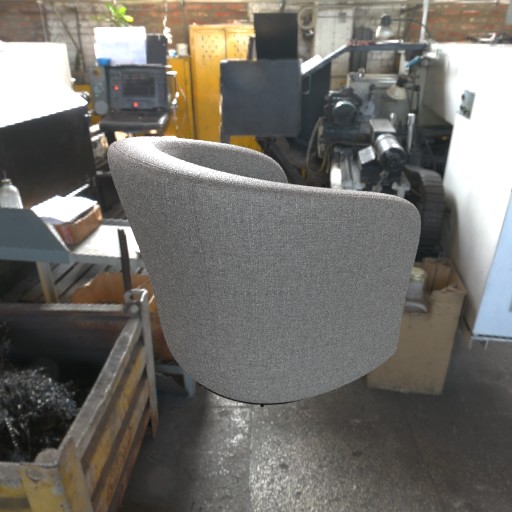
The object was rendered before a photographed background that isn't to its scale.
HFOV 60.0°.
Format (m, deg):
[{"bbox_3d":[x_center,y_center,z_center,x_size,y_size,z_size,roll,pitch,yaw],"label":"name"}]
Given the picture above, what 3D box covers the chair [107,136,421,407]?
[{"bbox_3d":[0.000,0.000,1.440,0.815,0.771,0.791,-17,31,-31],"label":"chair"}]
